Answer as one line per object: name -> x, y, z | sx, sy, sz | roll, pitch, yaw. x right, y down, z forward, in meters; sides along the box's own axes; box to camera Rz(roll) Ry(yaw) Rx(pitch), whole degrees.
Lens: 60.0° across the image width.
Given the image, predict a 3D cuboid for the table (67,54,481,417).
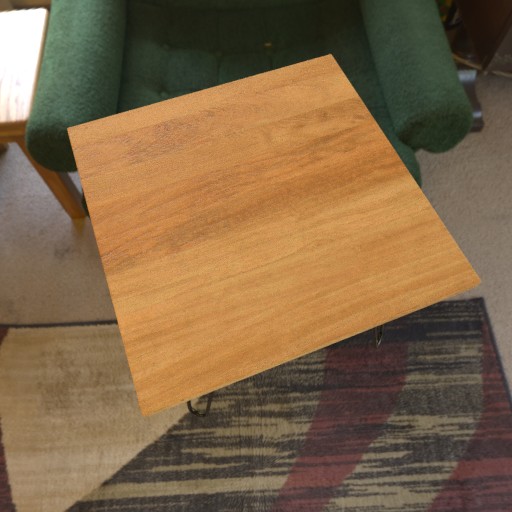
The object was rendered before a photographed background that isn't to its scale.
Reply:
table -> 0.000, 0.000, 1.058 | 0.599, 0.500, 0.599 | -19, 66, -9
